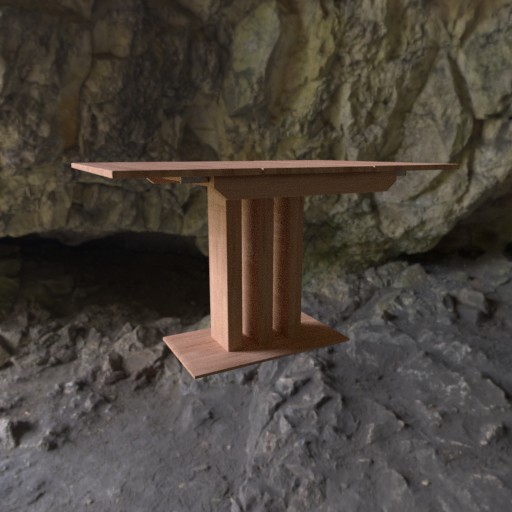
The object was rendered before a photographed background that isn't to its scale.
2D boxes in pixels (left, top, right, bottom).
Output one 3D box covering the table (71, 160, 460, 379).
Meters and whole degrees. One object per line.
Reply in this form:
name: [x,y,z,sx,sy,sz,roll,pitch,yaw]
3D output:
table: [0.000,0.000,1.883,1.300,0.770,0.900,-7,15,-27]
